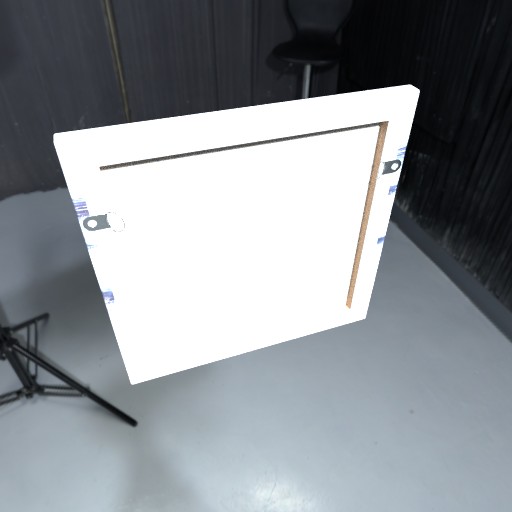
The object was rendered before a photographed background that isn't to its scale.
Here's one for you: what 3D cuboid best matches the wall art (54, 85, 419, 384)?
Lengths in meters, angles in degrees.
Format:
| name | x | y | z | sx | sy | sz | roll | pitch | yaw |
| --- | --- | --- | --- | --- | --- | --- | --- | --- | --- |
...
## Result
| name | x | y | z | sx | sy | sz | roll | pitch | yaw |
| --- | --- | --- | --- | --- | --- | --- | --- | --- | --- |
| wall art | 0.000 | 0.000 | 1.117 | 0.755 | 0.747 | 0.065 | -13 | 42 | -15 |
